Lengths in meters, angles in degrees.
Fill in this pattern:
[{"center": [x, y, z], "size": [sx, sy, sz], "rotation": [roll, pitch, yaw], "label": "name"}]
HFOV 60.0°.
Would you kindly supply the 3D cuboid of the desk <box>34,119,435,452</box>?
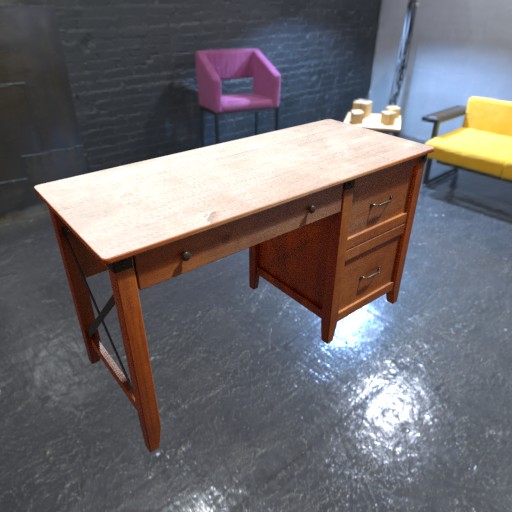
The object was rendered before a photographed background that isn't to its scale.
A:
[{"center": [0.000, 0.000, 1.763], "size": [1.353, 0.756, 0.574], "rotation": [-22, 38, -32], "label": "desk"}]
